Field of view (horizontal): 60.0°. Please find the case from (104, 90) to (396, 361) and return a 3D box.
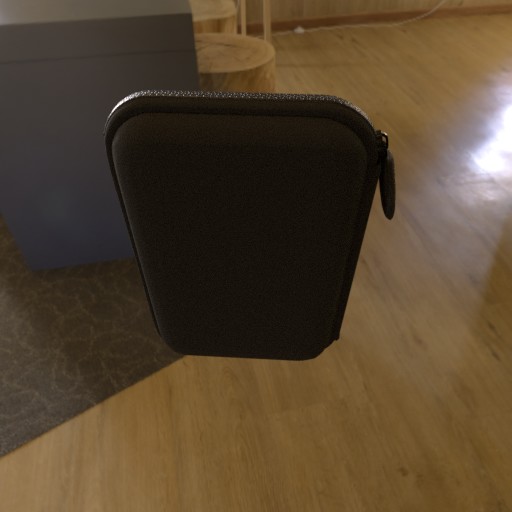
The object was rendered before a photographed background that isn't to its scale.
[{"bbox_3d":[0.000,0.000,0.194,0.107,0.147,0.030,2,46,2],"label":"case"}]
